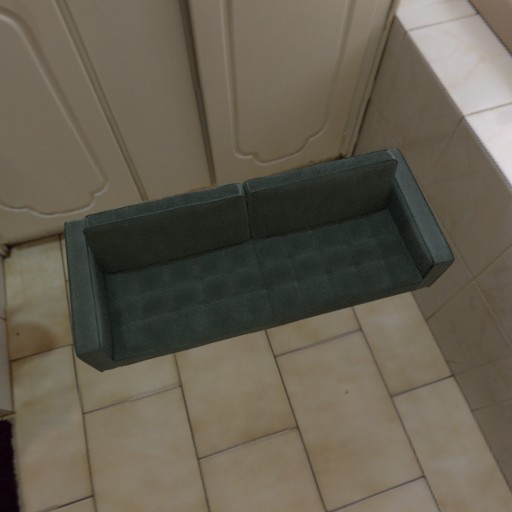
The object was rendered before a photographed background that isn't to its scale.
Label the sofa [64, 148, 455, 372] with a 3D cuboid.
[{"bbox_3d":[0.000,0.000,2.791,2.214,0.781,0.886,-14,65,-6],"label":"sofa"}]
